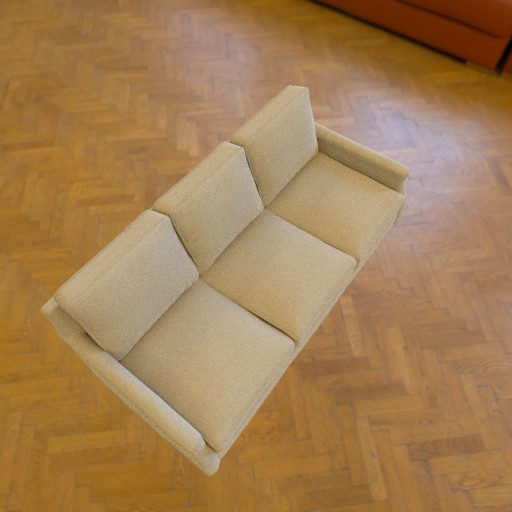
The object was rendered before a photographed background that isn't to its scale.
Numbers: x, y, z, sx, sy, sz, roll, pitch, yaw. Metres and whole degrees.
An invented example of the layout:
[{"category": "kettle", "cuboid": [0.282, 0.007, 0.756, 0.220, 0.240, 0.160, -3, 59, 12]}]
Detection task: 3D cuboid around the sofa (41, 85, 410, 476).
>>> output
[{"category": "sofa", "cuboid": [0.000, 0.000, 2.772, 1.084, 1.003, 2.246, 33, 63, 19]}]
